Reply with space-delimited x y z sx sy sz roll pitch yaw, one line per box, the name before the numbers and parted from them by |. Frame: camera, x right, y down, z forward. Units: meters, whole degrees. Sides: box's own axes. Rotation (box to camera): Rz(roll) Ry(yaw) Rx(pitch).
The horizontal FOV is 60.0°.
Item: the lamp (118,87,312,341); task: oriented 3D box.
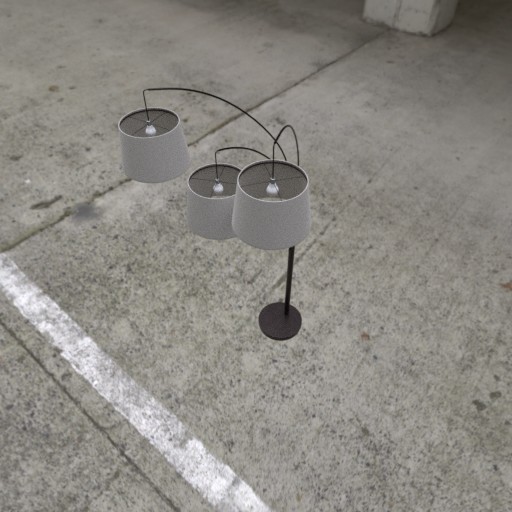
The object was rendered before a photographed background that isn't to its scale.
lamp | 0.000 0.000 2.471 0.951 1.950 0.924 31 53 26
